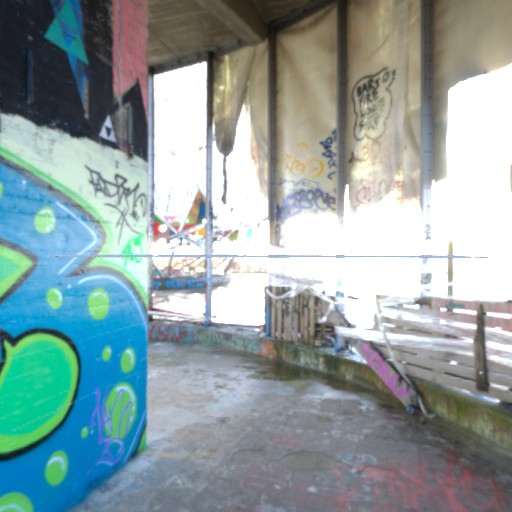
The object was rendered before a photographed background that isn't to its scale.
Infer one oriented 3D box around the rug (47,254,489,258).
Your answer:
[{"bbox_3d":[0.000,0.000,2.735,2.480,0.013,0.786,0,0,17],"label":"rug"}]
